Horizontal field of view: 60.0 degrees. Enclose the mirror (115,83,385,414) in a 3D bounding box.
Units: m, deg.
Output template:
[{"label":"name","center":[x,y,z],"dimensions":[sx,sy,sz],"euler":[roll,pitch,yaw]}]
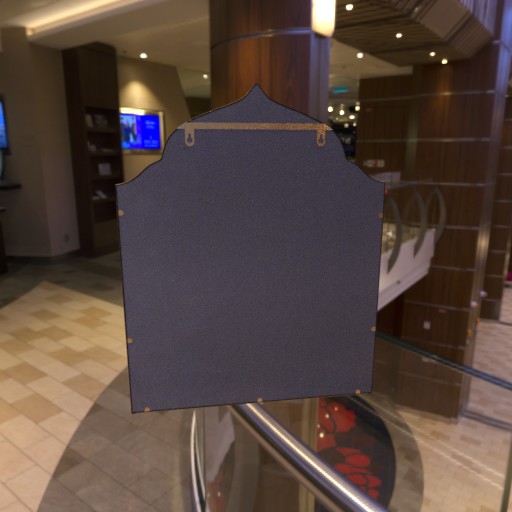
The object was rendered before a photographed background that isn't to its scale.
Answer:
[{"label":"mirror","center":[0.000,0.000,0.867],"dimensions":[0.513,0.635,0.018],"euler":[-2,13,-9]}]
